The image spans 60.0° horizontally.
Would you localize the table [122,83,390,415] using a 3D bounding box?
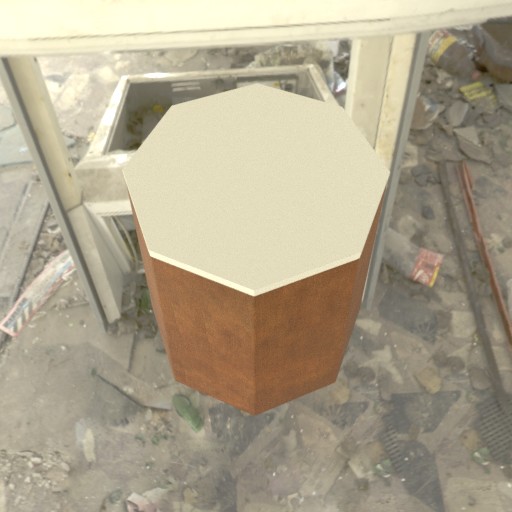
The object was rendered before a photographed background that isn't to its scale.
[{"bbox_3d":[0.000,0.000,0.809,0.439,0.457,0.439,18,61,11],"label":"table"}]
